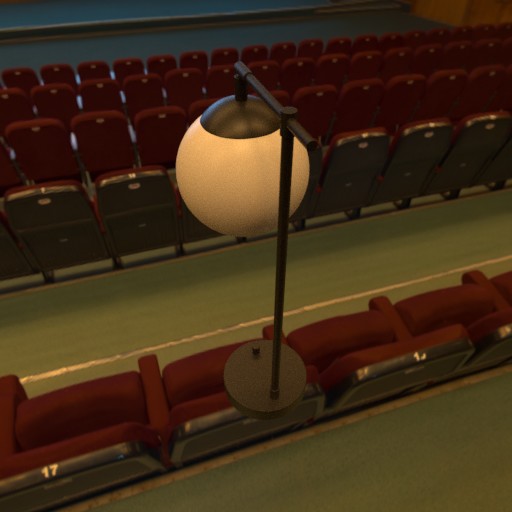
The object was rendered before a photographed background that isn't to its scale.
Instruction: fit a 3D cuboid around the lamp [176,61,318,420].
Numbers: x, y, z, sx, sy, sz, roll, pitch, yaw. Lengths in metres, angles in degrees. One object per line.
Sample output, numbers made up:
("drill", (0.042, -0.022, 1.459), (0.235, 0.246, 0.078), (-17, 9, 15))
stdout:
("lamp", (0.000, 0.000, 0.699), (0.197, 0.559, 0.316), (-13, 43, -14))
